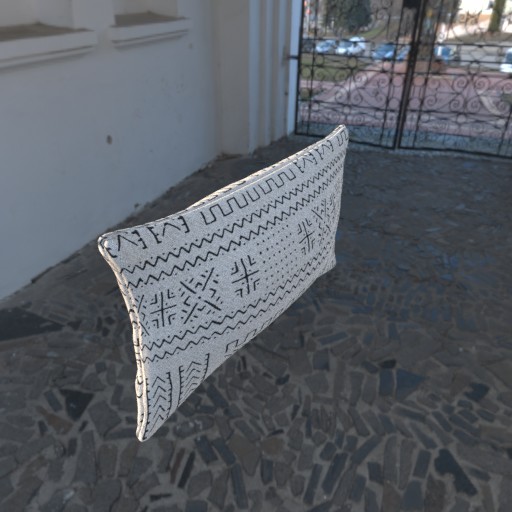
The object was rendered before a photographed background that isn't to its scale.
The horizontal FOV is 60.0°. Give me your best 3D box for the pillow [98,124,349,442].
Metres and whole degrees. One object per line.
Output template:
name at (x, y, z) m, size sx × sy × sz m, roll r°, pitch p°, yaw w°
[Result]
pillow at (0.000, 0.000, 0.811) m, size 0.188 × 0.352 × 0.637 m, roll 20°, pitch 36°, yaw 30°
